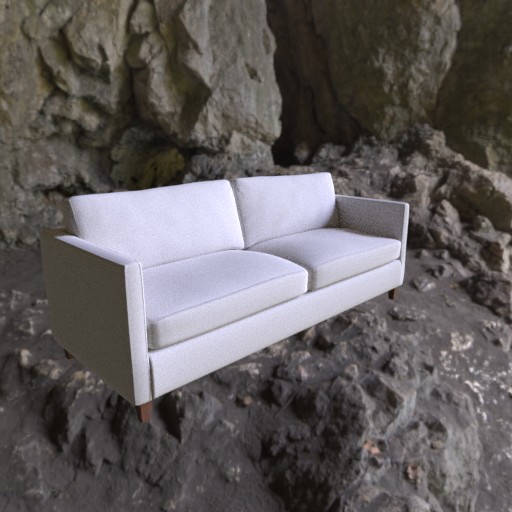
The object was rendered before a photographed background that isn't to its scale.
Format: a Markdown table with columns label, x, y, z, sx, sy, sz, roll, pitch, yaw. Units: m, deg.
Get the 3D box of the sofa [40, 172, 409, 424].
| label | x | y | z | sx | sy | sz | roll | pitch | yaw |
| --- | --- | --- | --- | --- | --- | --- | --- | --- | --- |
| sofa | 0.000 | 0.000 | 2.898 | 2.361 | 0.962 | 0.951 | -14 | 21 | -42 |
